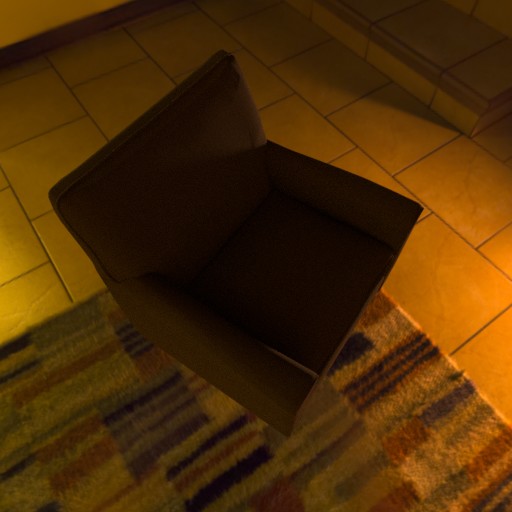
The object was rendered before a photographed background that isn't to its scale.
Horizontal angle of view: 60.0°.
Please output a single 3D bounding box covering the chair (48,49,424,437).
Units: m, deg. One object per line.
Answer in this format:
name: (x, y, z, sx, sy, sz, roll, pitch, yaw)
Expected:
chair: (0.000, 0.000, 1.583, 0.831, 0.911, 0.836, 31, 63, 17)
